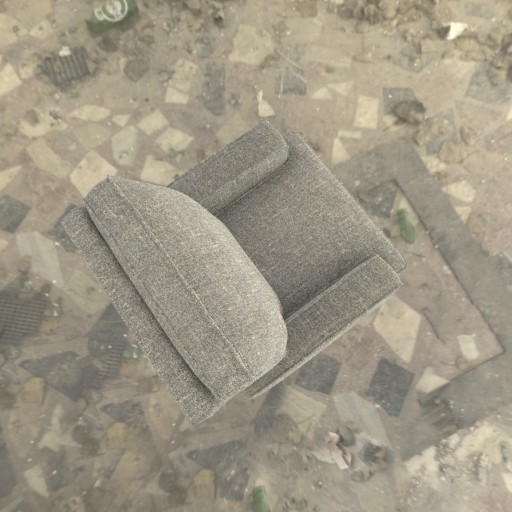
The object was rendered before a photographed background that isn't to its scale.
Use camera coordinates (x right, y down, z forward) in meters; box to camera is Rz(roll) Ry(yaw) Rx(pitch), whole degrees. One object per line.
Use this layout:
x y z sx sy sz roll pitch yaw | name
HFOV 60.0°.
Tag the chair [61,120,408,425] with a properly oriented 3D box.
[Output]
0.000 0.000 1.699 0.964 0.962 0.861 -35 77 -9 | chair
